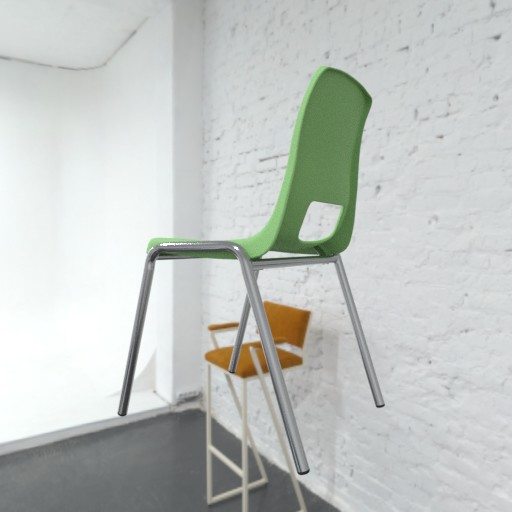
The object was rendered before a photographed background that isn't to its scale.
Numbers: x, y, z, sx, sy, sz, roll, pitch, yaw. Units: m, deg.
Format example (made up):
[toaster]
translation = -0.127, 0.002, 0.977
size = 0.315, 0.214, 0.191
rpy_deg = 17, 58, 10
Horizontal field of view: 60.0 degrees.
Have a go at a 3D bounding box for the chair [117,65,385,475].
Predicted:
[chair]
translation = 0.000, 0.000, 0.926
size = 0.436, 0.653, 0.381
rpy_deg = 1, 2, 35
